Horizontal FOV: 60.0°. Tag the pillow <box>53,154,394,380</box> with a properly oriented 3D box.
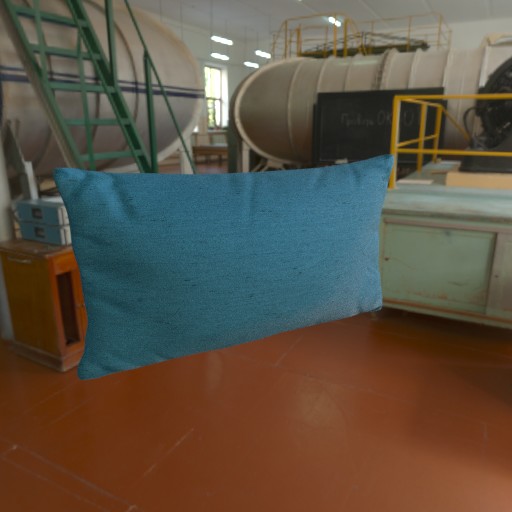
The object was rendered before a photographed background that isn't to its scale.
[{"bbox_3d":[0.000,0.000,0.794,0.633,0.338,0.210,-8,18,-26],"label":"pillow"}]
